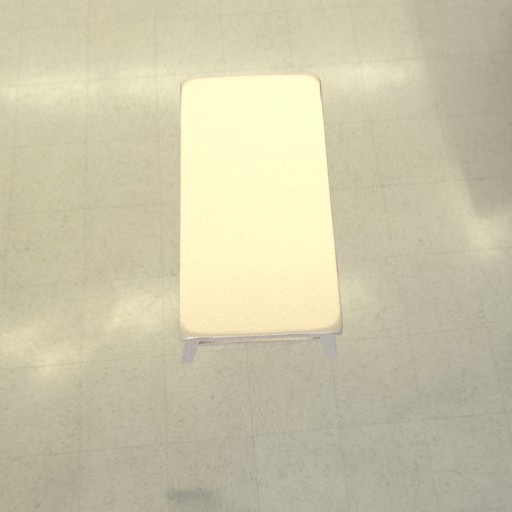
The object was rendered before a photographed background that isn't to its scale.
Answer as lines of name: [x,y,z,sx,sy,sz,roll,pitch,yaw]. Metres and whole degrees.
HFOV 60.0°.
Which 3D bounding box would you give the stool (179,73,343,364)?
stool: [0.000,0.000,1.054,0.476,0.737,0.457,-2,75,-1]
